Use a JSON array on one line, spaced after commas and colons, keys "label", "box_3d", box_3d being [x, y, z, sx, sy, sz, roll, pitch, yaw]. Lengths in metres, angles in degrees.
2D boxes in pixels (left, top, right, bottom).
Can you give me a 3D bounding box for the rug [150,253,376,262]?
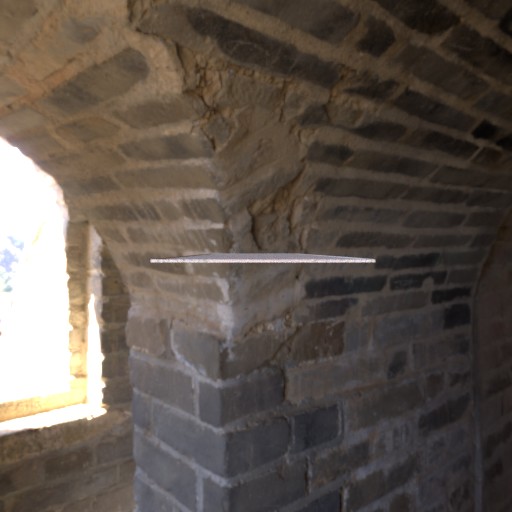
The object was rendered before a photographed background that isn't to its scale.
[{"label": "rug", "box_3d": [0.000, 0.000, 2.729, 0.775, 0.012, 2.452, 0, 1, -1]}]
